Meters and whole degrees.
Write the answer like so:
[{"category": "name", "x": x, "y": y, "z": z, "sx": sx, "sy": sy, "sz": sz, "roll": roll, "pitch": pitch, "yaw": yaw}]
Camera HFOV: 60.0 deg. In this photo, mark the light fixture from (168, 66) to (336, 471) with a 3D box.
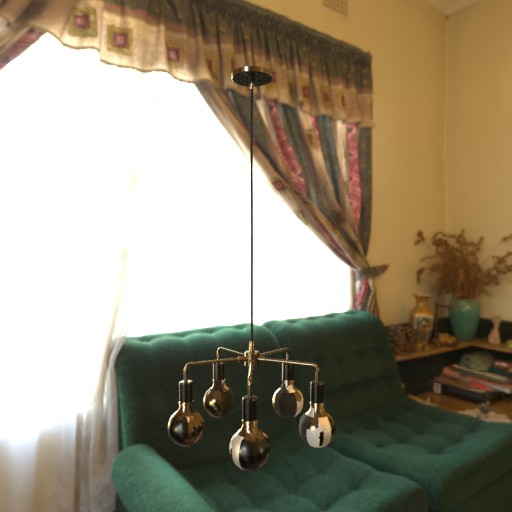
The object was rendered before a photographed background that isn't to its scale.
[{"category": "light fixture", "x": 0.000, "y": 0.000, "z": 1.223, "sx": 0.438, "sy": 0.988, "sz": 0.421, "roll": 0, "pitch": 1, "yaw": 37}]
